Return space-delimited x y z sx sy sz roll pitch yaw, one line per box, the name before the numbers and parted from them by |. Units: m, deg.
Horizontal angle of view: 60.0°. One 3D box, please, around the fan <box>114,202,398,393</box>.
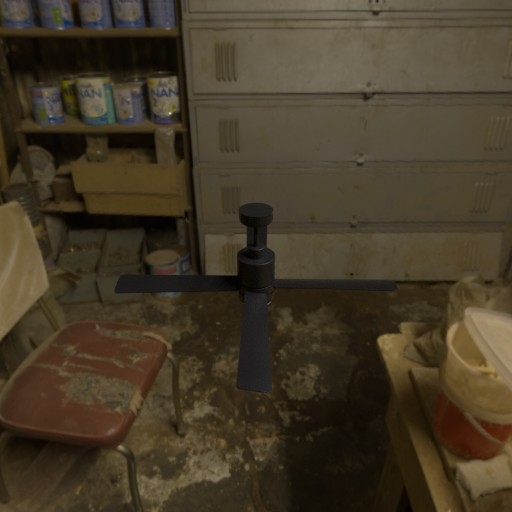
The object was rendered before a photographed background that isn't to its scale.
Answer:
fan | 0.000 0.000 2.335 1.525 0.534 1.525 1 30 1
